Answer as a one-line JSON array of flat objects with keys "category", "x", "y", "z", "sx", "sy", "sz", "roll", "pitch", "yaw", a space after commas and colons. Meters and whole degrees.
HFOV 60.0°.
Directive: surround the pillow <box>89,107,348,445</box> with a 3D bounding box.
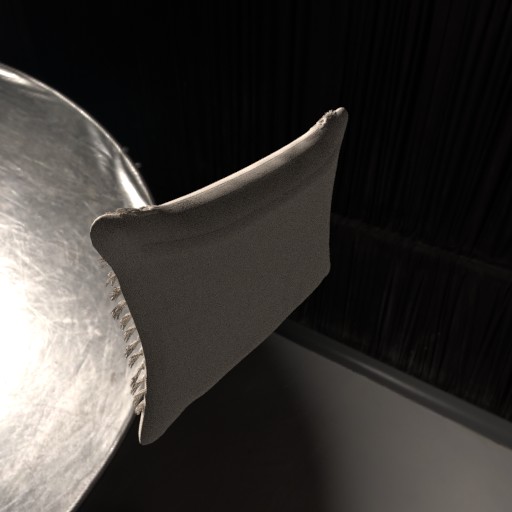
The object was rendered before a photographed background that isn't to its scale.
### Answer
[{"category": "pillow", "x": 0.000, "y": 0.000, "z": 0.597, "sx": 0.084, "sy": 0.305, "sz": 0.466, "roll": 21, "pitch": 38, "yaw": 30}]
